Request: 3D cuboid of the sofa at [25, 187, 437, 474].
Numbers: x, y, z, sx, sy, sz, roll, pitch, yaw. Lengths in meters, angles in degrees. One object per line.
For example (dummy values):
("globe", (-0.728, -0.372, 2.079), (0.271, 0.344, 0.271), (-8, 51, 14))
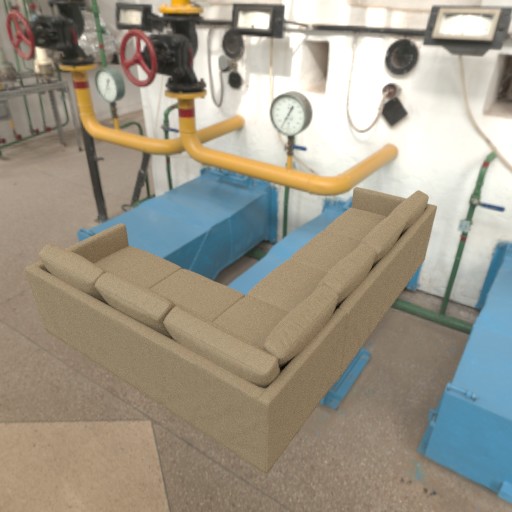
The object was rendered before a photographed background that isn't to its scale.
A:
("sofa", (0.000, 0.000, 4.264), (2.432, 0.871, 3.182), (20, 37, 29))
